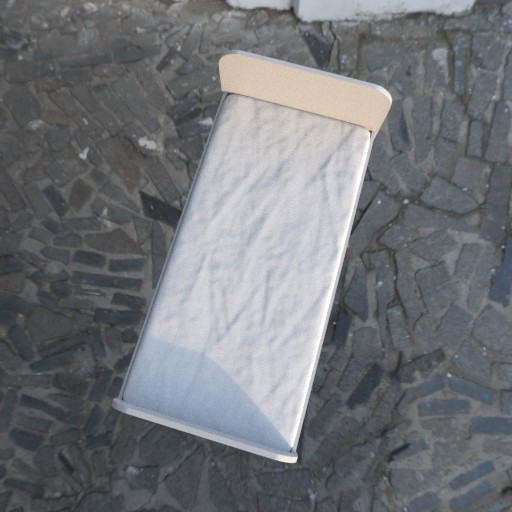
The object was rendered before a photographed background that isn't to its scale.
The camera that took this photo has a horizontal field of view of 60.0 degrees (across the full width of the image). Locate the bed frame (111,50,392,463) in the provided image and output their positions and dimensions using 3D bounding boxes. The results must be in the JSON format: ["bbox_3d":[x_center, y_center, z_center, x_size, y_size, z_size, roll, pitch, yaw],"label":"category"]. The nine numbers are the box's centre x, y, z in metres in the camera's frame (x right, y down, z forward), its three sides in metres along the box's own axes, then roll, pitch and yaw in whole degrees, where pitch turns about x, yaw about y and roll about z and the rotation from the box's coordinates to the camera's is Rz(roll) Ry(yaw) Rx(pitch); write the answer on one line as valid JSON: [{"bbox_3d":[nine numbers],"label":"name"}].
[{"bbox_3d":[0.000,0.000,2.540,0.998,0.805,1.963,16,77,4],"label":"bed frame"}]
